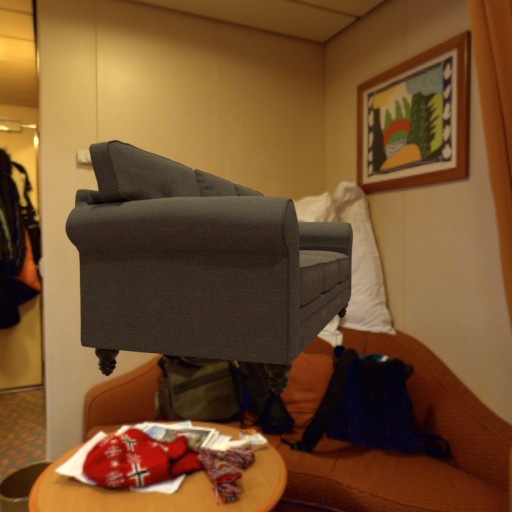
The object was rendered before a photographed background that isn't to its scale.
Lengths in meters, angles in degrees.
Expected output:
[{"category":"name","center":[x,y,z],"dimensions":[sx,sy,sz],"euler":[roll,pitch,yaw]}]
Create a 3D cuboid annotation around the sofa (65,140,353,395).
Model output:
[{"category":"sofa","center":[0.000,0.000,2.575],"dimensions":[0.909,0.966,2.084],"euler":[0,2,18]}]
